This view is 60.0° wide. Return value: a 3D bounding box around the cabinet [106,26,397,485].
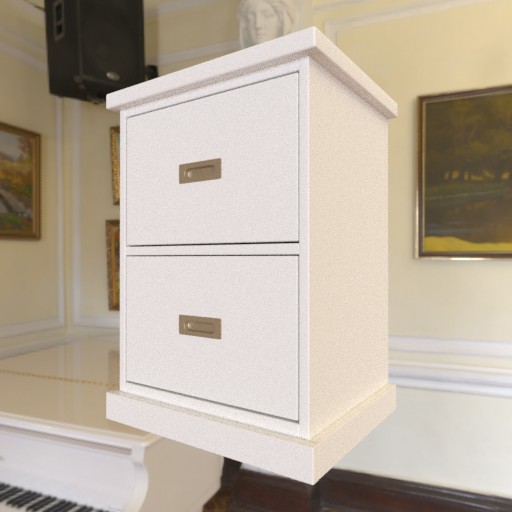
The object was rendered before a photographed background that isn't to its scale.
[{"bbox_3d":[0.000,0.000,1.019,0.520,0.723,0.431,0,0,35],"label":"cabinet"}]
